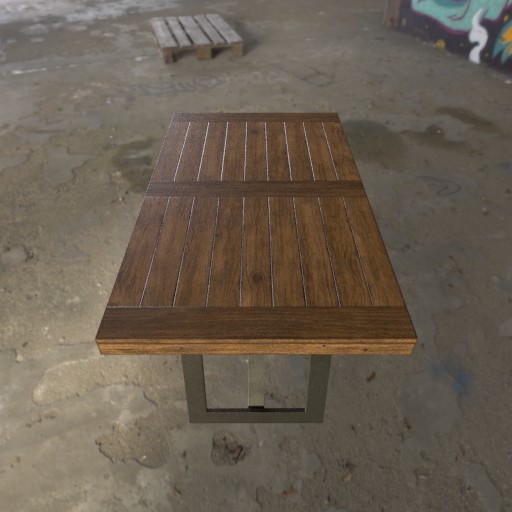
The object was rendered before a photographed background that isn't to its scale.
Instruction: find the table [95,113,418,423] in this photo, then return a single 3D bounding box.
[{"bbox_3d":[0.000,0.000,2.148,0.931,0.757,1.641,0,40,0],"label":"table"}]
